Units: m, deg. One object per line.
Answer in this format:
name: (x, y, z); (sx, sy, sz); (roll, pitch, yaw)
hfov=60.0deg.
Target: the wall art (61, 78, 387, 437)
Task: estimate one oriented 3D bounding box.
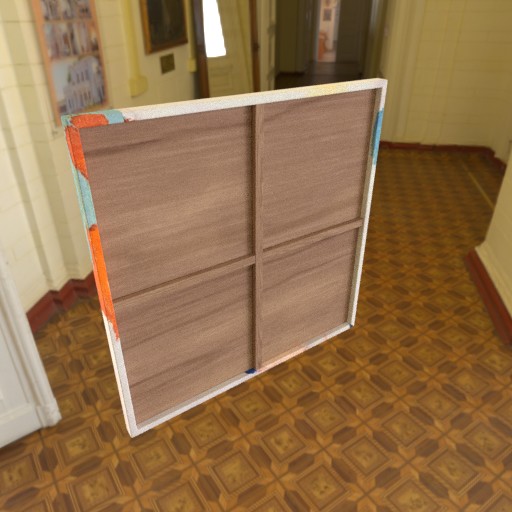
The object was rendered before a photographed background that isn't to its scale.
wall art: (0.000, 0.000, 1.170); (0.814, 0.814, 0.037); (-19, 35, -30)
